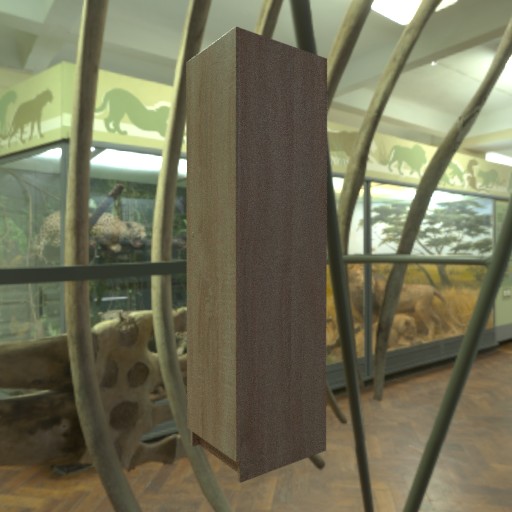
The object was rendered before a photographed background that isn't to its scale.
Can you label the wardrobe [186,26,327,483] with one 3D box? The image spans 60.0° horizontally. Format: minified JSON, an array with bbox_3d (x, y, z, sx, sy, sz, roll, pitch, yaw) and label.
[{"bbox_3d":[0.000,0.000,2.420,0.588,2.117,0.496,-1,1,-36],"label":"wardrobe"}]
